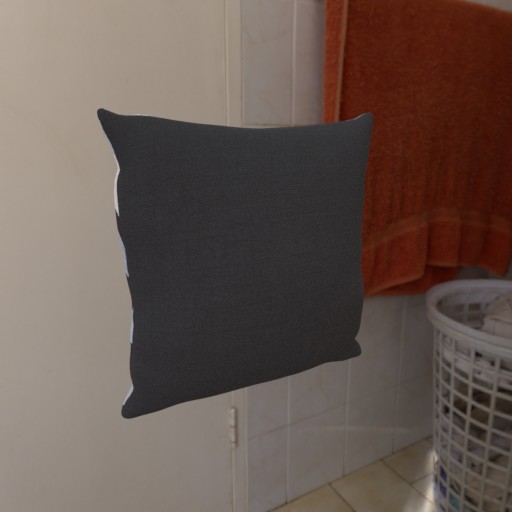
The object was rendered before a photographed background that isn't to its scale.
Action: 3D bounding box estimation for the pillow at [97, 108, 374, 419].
[{"bbox_3d":[0.000,0.000,0.785,0.503,0.496,0.208,-7,16,-27],"label":"pillow"}]
